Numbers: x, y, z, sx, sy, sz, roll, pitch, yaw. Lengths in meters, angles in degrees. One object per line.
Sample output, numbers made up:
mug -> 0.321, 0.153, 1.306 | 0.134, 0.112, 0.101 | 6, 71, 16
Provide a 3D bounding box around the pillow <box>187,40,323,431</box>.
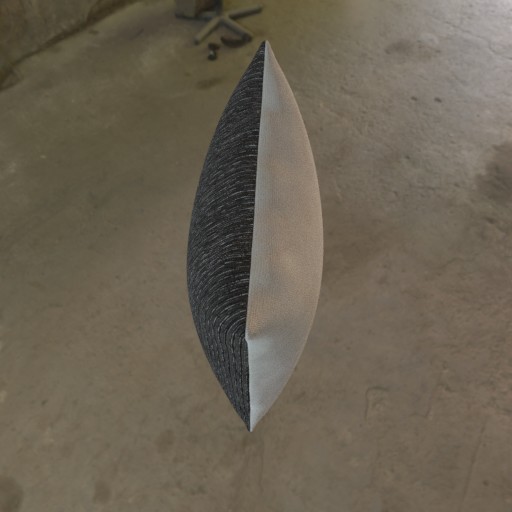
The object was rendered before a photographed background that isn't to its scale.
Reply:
pillow -> 0.000, 0.000, 0.676 | 0.196, 0.434, 0.433 | 2, 58, 2
